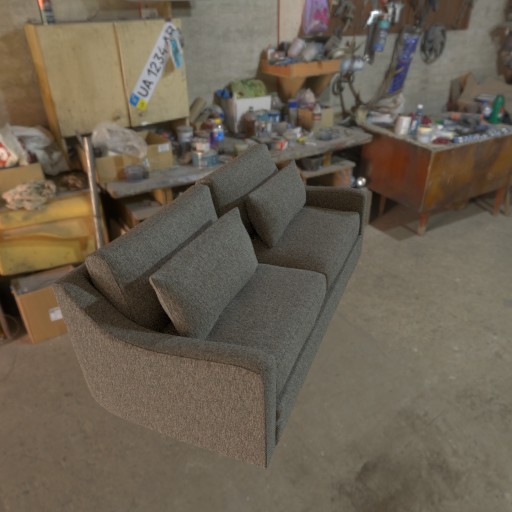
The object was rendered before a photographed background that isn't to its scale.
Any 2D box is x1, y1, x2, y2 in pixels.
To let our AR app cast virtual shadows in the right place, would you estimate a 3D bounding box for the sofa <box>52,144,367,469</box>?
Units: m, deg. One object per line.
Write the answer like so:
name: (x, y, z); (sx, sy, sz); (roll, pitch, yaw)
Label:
sofa: (0.000, 0.000, 3.016); (1.103, 0.998, 2.418); (11, 31, 20)
